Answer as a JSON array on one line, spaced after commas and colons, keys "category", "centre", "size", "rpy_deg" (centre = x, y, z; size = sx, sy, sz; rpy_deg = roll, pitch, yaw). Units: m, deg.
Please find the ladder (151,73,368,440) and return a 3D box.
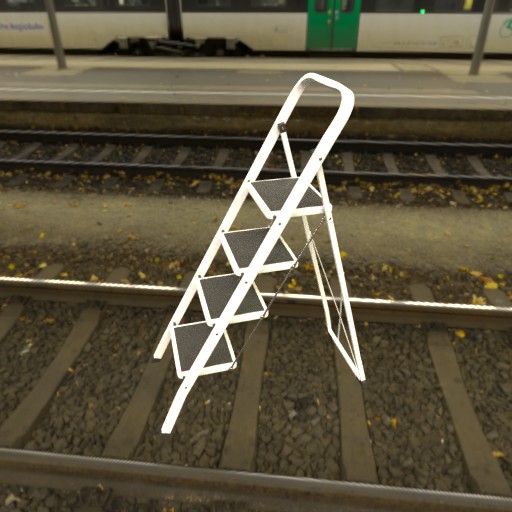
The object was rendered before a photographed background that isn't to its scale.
[{"category": "ladder", "centre": [0.000, 0.000, 1.702], "size": [0.914, 1.265, 0.460], "rpy_deg": [-8, 31, -13]}]
